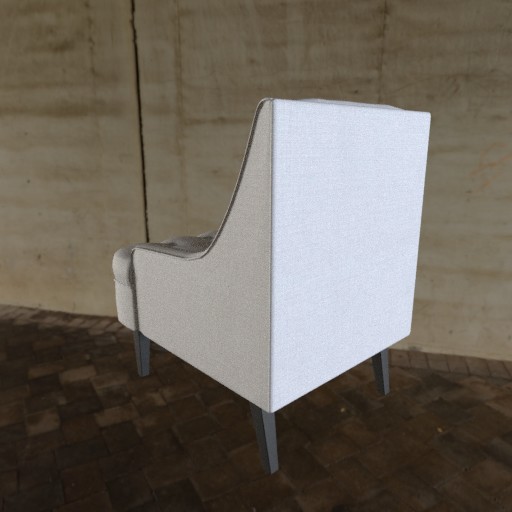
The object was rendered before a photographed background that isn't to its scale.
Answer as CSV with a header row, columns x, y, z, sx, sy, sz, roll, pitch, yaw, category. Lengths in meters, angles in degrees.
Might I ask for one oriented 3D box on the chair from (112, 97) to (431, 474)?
x,y,z,sx,sy,sz,roll,pitch,yaw,category
0.000,0.000,1.413,0.658,0.891,0.772,-13,19,-41,chair
